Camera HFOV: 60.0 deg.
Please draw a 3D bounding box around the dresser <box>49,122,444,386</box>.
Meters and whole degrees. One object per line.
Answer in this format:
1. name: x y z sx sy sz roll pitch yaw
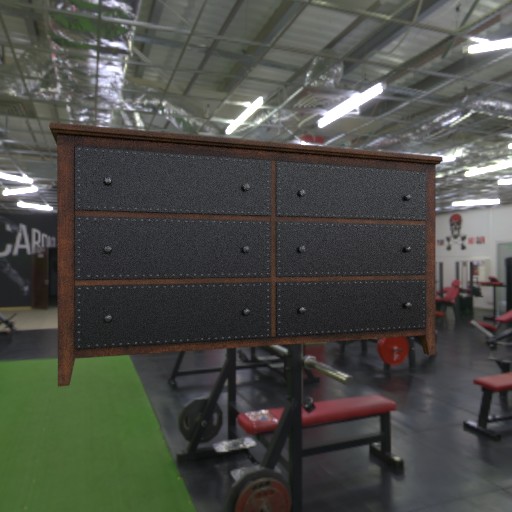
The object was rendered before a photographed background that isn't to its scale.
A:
1. dresser: 0.000 0.000 1.880 1.551 0.856 0.463 0 0 -18
